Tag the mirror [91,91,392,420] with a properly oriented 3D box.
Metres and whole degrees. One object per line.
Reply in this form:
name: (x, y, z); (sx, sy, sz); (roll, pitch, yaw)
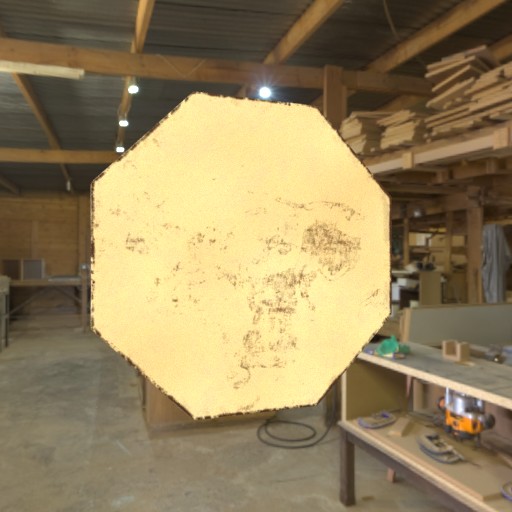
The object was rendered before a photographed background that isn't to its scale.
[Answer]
mirror: (0.000, 0.000, 0.928); (0.648, 0.648, 0.031); (0, 0, -19)
